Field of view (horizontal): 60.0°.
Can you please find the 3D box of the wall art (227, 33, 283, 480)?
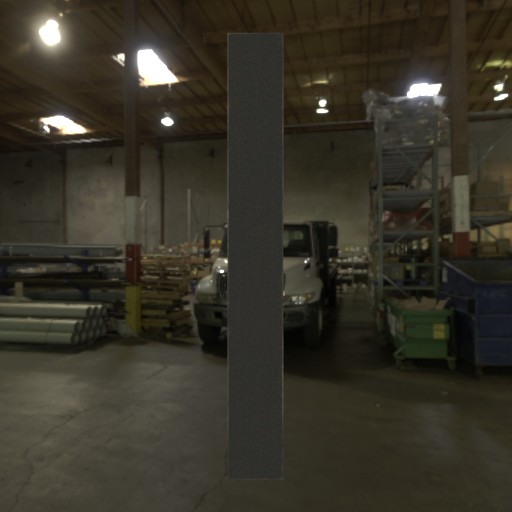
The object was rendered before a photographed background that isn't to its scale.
[{"bbox_3d":[0.000,0.000,0.455,0.038,0.305,0.305,0,0,0],"label":"wall art"}]
